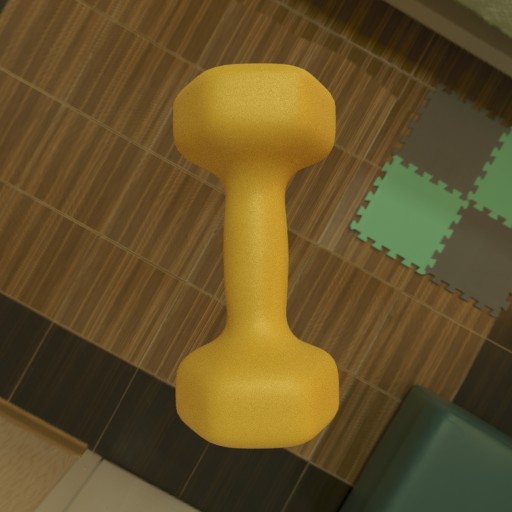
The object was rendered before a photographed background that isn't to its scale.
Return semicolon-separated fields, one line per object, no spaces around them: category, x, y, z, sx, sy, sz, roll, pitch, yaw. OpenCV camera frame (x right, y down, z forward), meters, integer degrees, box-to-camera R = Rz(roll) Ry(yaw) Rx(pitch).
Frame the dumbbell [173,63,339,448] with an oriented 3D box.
dumbbell;0.000;0.000;0.242;0.090;0.082;0.190;0;90;-1
